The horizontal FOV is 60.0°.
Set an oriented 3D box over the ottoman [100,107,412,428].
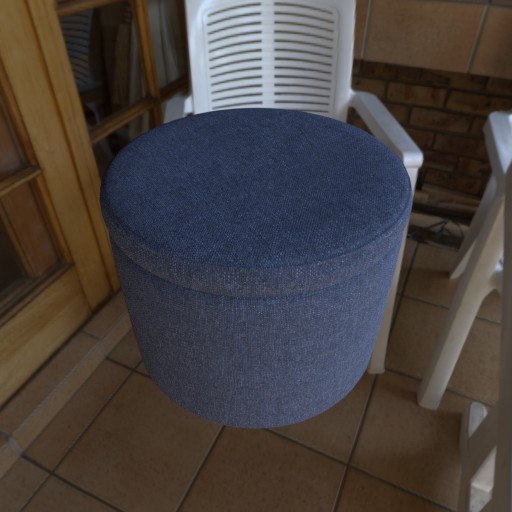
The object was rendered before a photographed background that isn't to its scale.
[{"bbox_3d":[0.000,0.000,0.873,0.520,0.430,0.520,0,41,0],"label":"ottoman"}]
